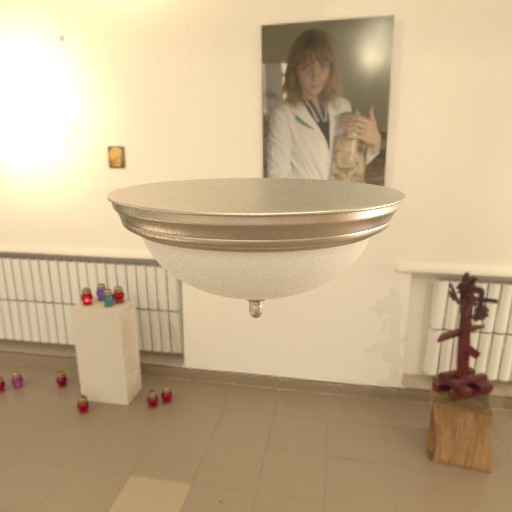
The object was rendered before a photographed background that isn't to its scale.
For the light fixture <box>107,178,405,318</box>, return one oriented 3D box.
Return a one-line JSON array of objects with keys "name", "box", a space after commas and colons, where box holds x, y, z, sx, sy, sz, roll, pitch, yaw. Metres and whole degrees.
[{"name": "light fixture", "box": [0.000, 0.000, 0.453, 0.280, 0.135, 0.280, 0, 15, 0]}]
